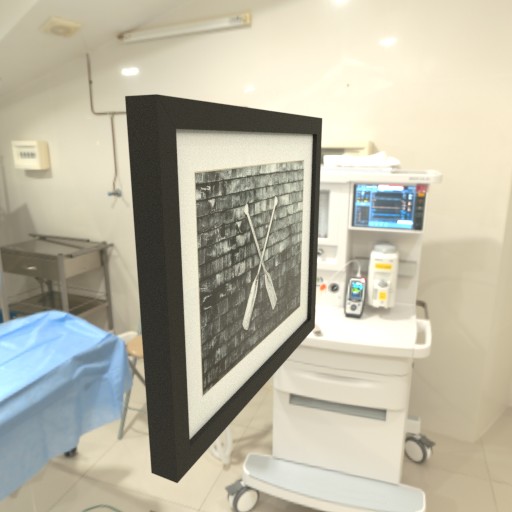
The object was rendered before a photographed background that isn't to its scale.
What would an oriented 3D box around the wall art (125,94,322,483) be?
[{"bbox_3d":[0.000,0.000,0.528,0.029,0.330,0.381,7,16,25],"label":"wall art"}]
